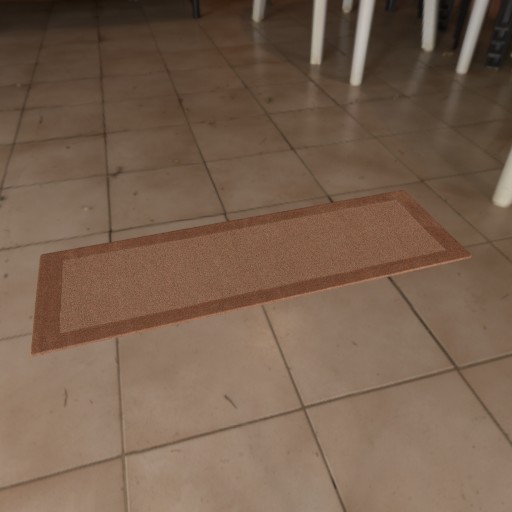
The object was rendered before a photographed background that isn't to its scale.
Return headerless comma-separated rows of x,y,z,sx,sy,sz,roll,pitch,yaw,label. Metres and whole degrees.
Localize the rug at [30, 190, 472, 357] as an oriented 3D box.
0.000,0.000,2.617,2.439,0.017,0.764,-11,42,-13,rug
